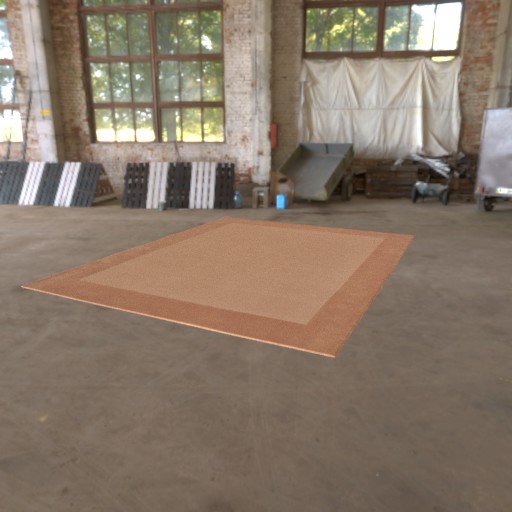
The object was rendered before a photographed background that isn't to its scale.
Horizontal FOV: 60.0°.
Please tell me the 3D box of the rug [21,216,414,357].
[{"bbox_3d":[0.000,0.000,4.117,2.431,0.021,3.057,8,18,25],"label":"rug"}]
